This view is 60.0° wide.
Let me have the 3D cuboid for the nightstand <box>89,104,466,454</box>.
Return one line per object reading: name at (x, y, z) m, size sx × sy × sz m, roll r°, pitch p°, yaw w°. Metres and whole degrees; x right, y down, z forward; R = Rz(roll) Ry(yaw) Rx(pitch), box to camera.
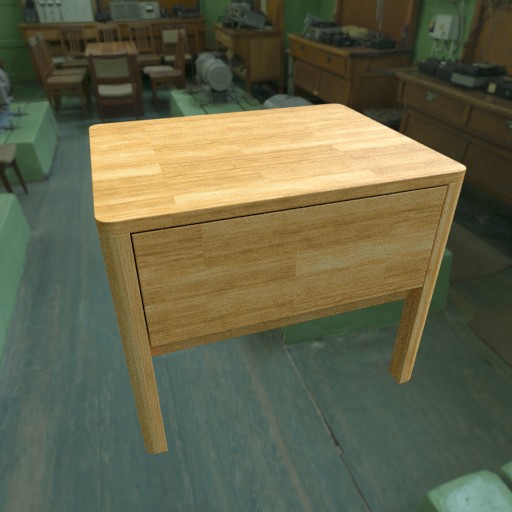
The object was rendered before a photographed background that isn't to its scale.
nightstand at (0.000, 0.000, 0.914) m, size 0.560 × 0.470 × 0.440 m, roll -10°, pitch 34°, yaw -16°
